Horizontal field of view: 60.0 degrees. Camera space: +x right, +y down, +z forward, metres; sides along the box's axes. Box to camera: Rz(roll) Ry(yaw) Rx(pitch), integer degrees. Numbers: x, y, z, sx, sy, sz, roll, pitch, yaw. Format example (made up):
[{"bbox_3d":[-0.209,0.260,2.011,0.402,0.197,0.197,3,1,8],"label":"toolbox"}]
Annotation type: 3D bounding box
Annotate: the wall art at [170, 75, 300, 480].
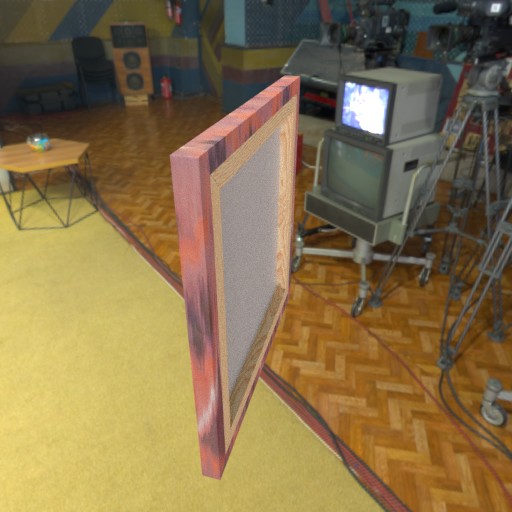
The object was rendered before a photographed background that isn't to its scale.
[{"bbox_3d":[0.000,0.000,0.912,0.037,0.609,0.603,8,32,14],"label":"wall art"}]
